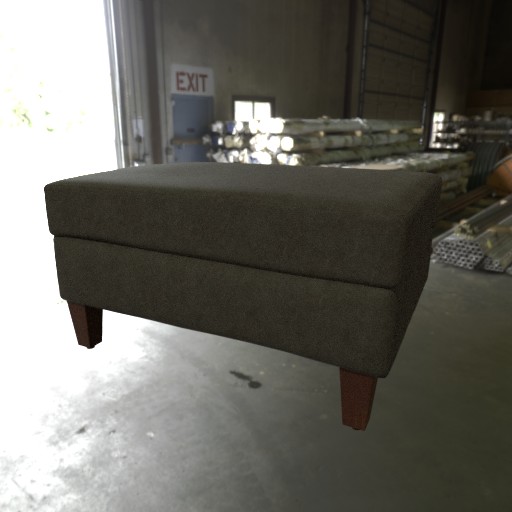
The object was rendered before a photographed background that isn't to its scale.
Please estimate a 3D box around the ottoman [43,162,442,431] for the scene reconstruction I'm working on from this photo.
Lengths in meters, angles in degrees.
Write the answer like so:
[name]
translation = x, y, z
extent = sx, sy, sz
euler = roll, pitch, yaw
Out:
[ottoman]
translation = 0.000, 0.000, 1.186
extent = 0.839, 0.464, 0.639
euler = 8, 19, 26
